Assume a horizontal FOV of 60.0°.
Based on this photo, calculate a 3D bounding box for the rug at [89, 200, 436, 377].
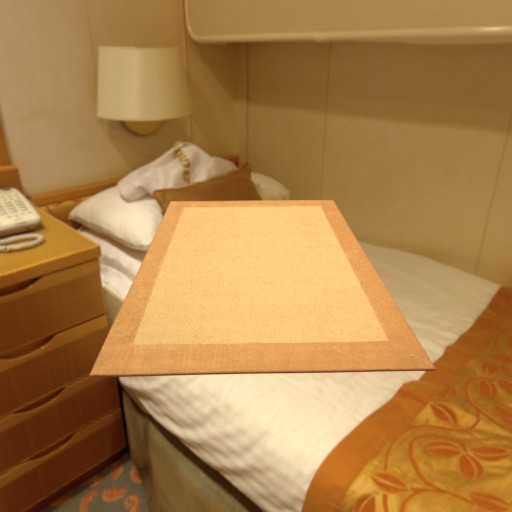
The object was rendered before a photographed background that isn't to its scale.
[{"bbox_3d":[0.000,0.000,3.045,1.524,0.014,2.438,-1,25,-2],"label":"rug"}]
